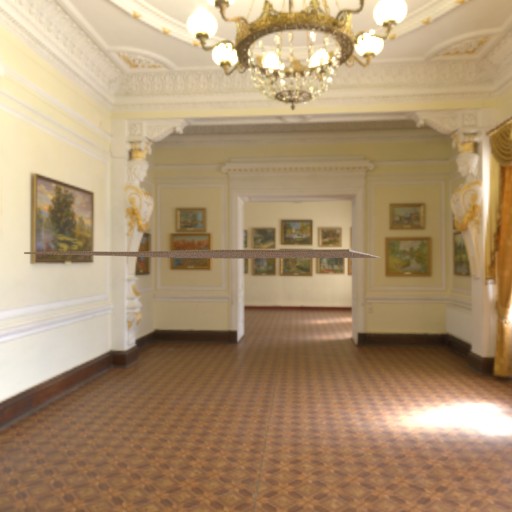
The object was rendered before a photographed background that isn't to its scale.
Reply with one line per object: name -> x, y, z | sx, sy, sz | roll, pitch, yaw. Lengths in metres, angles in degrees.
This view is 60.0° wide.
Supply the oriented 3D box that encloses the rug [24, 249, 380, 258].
rug -> 0.000, 0.000, 3.028 | 1.527, 0.016, 2.442 | 0, -1, 18
